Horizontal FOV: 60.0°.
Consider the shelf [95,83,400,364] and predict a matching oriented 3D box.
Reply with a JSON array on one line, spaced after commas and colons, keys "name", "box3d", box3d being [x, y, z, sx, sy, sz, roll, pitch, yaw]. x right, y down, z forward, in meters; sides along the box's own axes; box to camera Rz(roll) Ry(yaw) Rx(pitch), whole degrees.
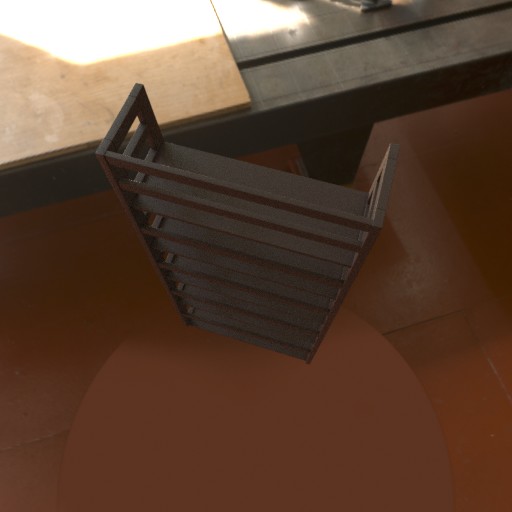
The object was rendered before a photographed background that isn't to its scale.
[{"name": "shelf", "box3d": [0.000, 0.000, 1.919, 0.763, 1.600, 0.403, 16, 66, 7]}]
